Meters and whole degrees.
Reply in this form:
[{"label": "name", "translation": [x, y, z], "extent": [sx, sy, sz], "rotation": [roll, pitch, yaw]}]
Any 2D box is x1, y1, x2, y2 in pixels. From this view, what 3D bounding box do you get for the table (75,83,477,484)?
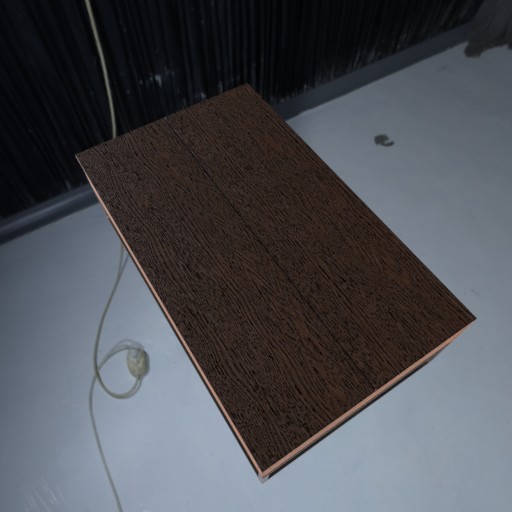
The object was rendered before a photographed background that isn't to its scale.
[{"label": "table", "translation": [0.000, 0.000, 1.515], "extent": [0.719, 0.361, 1.167], "rotation": [-29, 63, -16]}]
